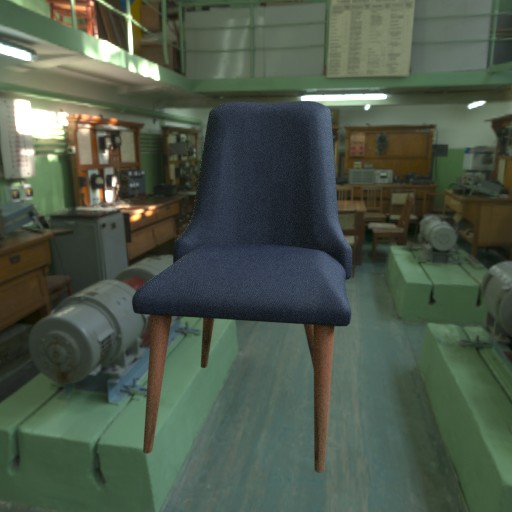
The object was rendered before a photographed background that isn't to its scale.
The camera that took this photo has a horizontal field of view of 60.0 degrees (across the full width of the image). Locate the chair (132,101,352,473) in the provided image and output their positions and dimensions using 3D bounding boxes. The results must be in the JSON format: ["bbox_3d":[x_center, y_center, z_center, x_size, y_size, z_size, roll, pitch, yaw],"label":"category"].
[{"bbox_3d":[0.000,0.000,1.165,0.504,0.820,0.567,2,14,9],"label":"chair"}]
